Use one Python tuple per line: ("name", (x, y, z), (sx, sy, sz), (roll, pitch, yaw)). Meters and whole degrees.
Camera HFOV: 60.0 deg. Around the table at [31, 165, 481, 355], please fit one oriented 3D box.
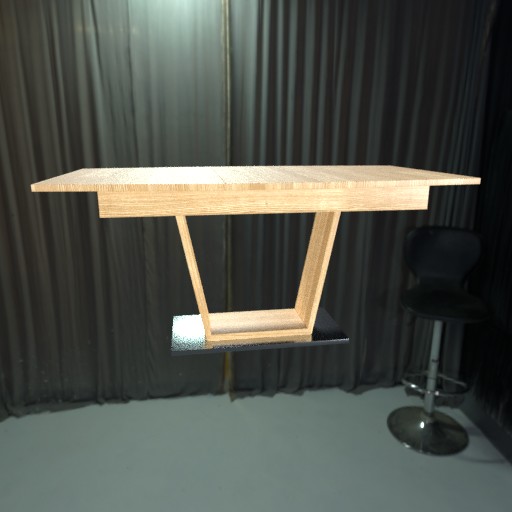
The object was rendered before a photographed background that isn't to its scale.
("table", (0.000, 0.000, 2.019), (1.598, 0.748, 0.900), (-2, 15, -9))
